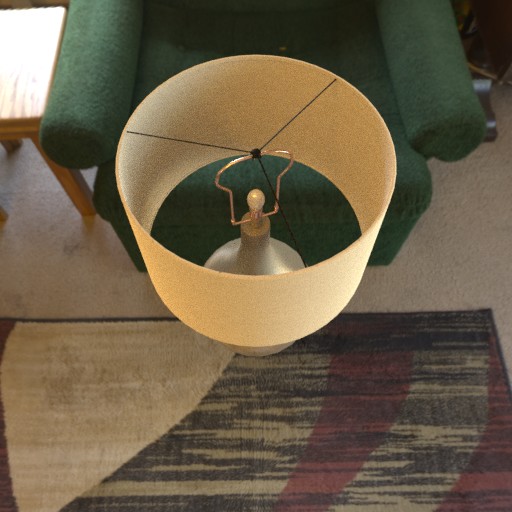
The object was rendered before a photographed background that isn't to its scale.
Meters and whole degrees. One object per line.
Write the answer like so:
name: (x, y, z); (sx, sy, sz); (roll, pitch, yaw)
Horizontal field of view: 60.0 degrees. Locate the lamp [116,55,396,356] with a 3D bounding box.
lamp: (0.000, 0.000, 0.721); (0.330, 0.521, 0.330); (0, 64, 0)
